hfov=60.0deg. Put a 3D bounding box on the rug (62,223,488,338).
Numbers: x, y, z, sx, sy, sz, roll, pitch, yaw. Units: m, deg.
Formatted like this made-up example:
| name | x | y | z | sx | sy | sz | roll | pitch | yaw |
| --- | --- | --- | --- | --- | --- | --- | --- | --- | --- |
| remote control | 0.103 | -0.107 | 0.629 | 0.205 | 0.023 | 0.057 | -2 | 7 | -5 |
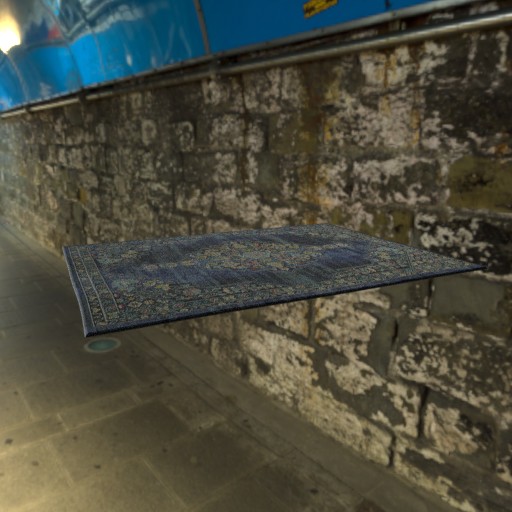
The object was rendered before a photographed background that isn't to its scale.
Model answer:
| name | x | y | z | sx | sy | sz | roll | pitch | yaw |
| --- | --- | --- | --- | --- | --- | --- | --- | --- | --- |
| rug | 0.000 | 0.000 | 4.640 | 3.612 | 0.035 | 2.716 | -7 | 15 | -25 |
